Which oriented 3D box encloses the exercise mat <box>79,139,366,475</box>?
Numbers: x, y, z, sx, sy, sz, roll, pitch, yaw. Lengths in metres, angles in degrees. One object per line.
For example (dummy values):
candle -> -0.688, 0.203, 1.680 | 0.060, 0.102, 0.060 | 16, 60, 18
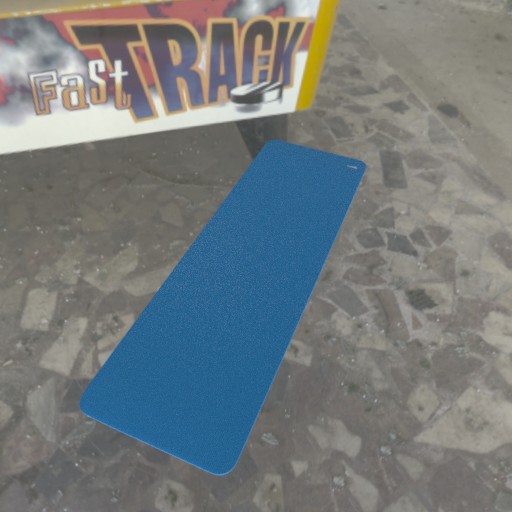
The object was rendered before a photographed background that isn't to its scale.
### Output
exercise mat -> 0.000, 0.000, 2.076 | 0.616, 0.021, 1.869 | 18, 50, 16
